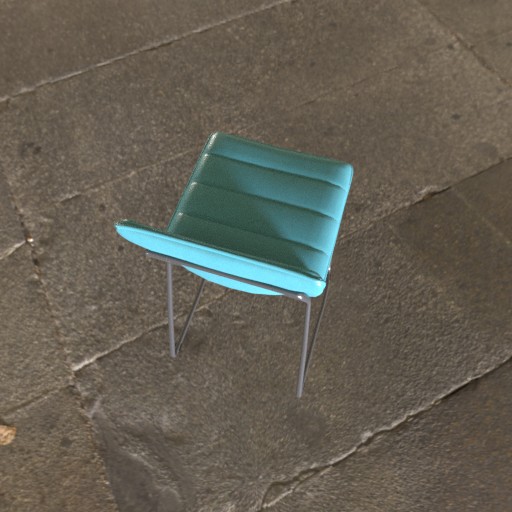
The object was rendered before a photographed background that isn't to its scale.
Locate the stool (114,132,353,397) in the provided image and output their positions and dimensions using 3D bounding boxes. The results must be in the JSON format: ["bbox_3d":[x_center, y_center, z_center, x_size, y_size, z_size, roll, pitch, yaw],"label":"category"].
[{"bbox_3d":[0.000,0.000,1.268,0.489,0.936,0.524,15,64,8],"label":"stool"}]
